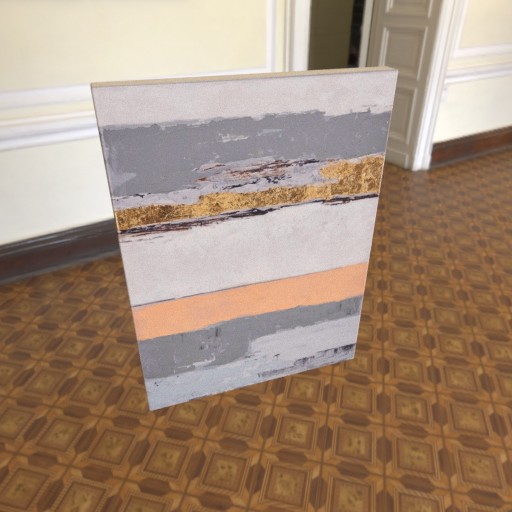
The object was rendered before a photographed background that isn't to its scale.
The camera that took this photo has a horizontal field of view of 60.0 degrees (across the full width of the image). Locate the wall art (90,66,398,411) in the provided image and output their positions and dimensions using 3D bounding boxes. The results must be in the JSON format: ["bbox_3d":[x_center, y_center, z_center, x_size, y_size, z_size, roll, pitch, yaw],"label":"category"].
[{"bbox_3d":[0.000,0.000,0.797,0.456,0.609,0.038,-10,32,-16],"label":"wall art"}]
